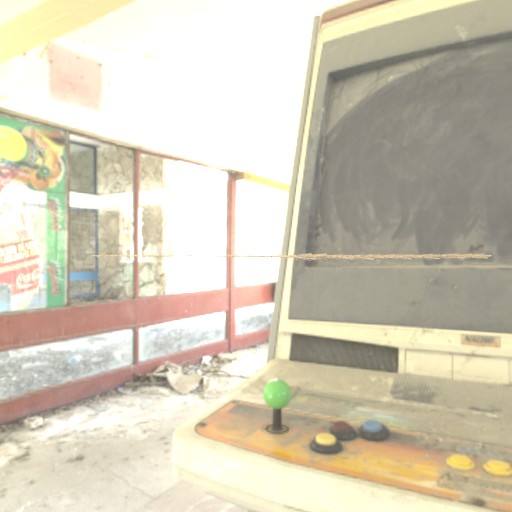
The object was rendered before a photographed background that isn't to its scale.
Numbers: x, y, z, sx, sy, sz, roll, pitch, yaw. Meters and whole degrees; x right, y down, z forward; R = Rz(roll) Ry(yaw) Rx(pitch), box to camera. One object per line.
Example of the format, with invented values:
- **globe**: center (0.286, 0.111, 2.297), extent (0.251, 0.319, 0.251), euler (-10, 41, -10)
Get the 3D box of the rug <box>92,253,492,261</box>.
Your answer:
- **rug**: center (0.000, 0.000, 2.476), extent (1.224, 0.027, 2.021), euler (0, 0, -36)
